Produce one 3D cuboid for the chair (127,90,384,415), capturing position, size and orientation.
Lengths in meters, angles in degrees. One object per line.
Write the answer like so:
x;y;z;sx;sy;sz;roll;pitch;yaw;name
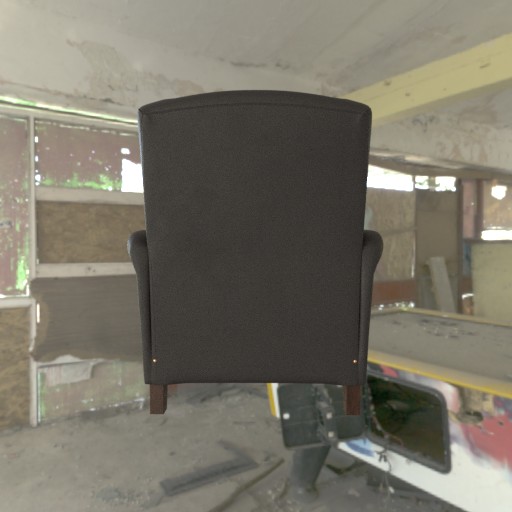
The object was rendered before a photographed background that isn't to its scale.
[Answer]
0.000;0.000;1.818;0.978;1.061;0.902;0;1;1;chair
